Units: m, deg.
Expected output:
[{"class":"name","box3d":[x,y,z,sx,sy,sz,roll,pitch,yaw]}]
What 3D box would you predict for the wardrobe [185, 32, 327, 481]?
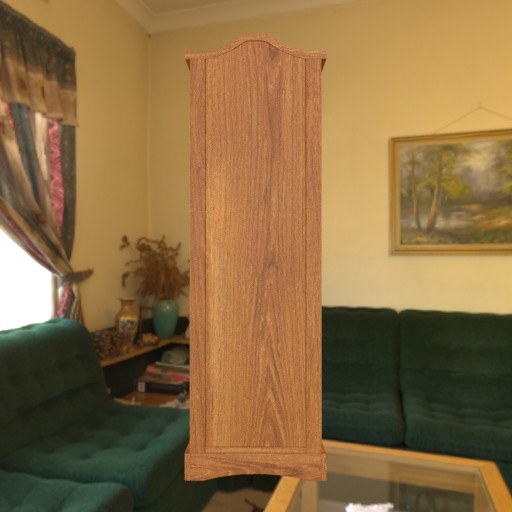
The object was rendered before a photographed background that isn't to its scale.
[{"class":"wardrobe","box3d":[0.000,0.000,2.129,0.590,1.870,0.570,0,0,0]}]
